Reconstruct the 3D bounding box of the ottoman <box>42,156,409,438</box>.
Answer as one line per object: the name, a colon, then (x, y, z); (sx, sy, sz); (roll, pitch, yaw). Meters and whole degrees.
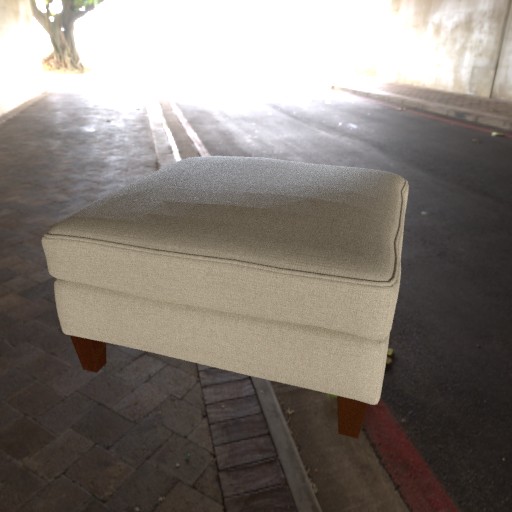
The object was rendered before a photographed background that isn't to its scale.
ottoman: (0.000, 0.000, 1.361); (0.838, 0.478, 0.838); (8, 27, 17)
